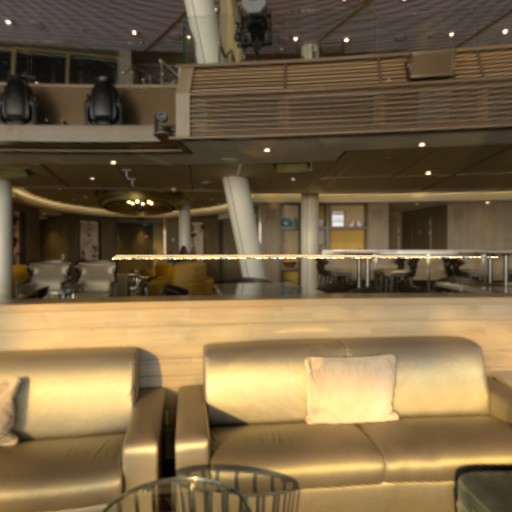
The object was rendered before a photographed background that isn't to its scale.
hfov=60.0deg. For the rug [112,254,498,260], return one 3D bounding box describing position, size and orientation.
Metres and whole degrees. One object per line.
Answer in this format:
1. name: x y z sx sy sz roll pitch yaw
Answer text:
1. rug: 0.000 0.000 4.024 2.439 0.010 3.048 0 0 -17
